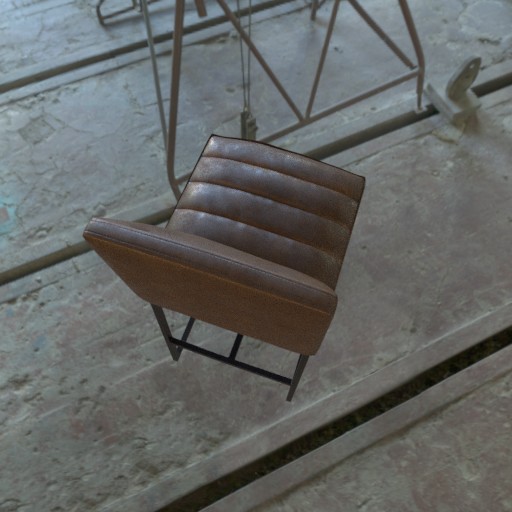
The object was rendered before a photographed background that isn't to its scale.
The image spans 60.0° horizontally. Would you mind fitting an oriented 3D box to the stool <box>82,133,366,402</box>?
[{"bbox_3d":[0.000,0.000,1.233,0.463,0.942,0.562,17,65,8],"label":"stool"}]
